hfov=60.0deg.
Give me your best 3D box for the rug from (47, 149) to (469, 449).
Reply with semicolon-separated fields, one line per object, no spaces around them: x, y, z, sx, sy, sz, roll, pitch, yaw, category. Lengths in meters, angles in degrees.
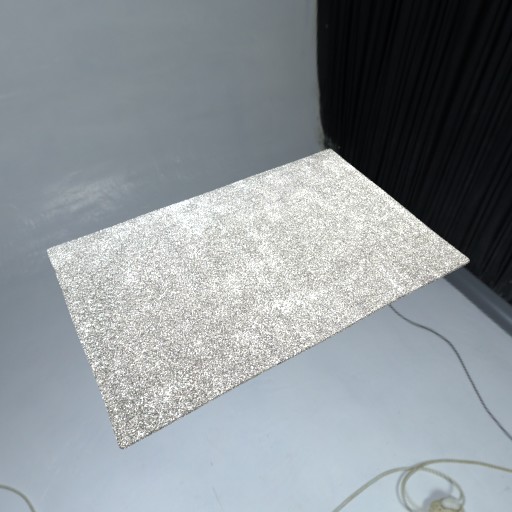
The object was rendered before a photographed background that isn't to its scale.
0.000;0.000;2.913;2.350;0.025;1.502;-23;51;-20;rug
